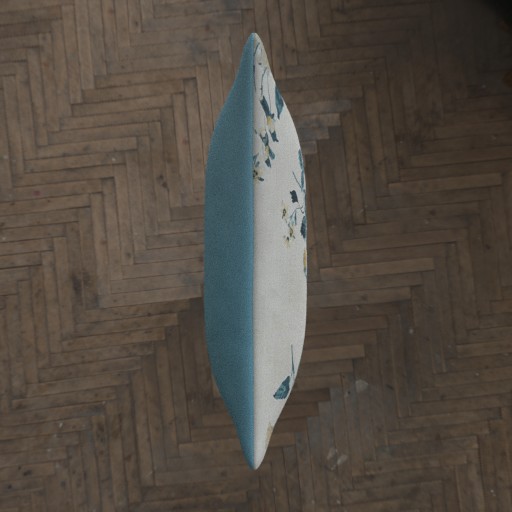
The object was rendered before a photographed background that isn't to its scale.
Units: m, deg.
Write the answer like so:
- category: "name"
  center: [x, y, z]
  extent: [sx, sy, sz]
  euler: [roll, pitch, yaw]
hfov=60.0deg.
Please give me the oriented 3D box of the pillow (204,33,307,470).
- category: "pillow"
  center: [0.000, 0.000, 0.778]
  extent: [0.166, 0.507, 0.526]
  euler: [0, 88, -1]
